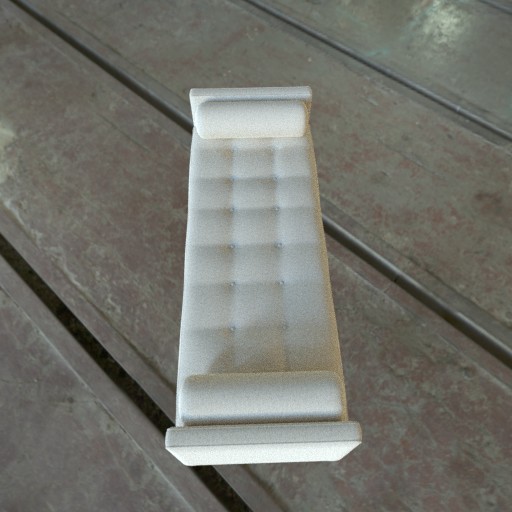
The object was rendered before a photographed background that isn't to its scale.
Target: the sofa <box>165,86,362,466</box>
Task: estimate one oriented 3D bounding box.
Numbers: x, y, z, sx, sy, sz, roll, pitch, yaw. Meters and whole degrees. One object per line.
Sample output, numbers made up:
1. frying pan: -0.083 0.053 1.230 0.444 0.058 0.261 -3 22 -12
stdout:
1. sofa: 0.000 0.000 2.368 0.746 0.641 1.985 -2 59 -1
